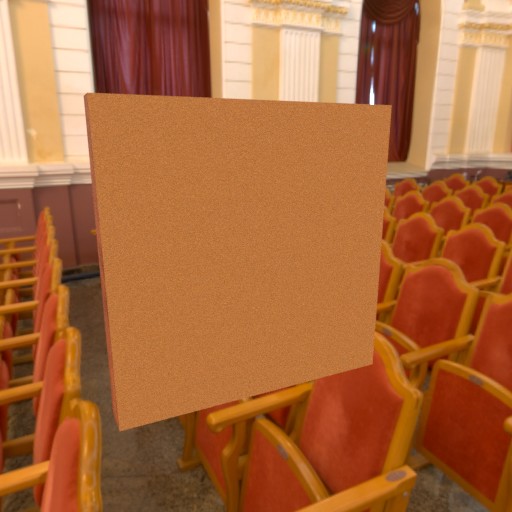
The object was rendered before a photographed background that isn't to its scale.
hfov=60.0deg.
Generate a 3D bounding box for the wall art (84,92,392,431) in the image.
[{"bbox_3d":[0.000,0.000,0.582,0.386,0.385,0.038,-7,16,-25],"label":"wall art"}]
